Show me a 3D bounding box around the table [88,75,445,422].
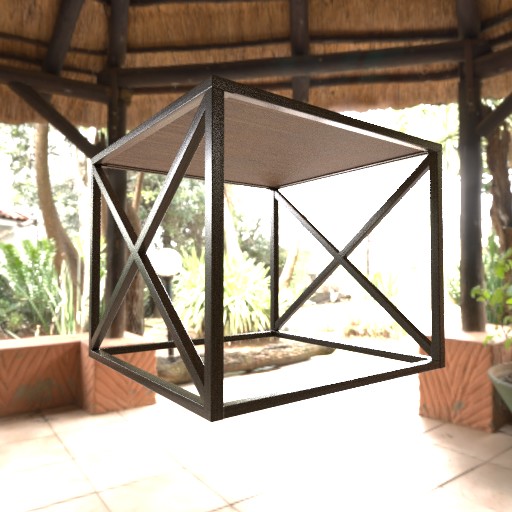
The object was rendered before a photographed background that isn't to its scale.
[{"bbox_3d":[0.000,0.000,1.070,0.609,0.507,0.611,1,-2,-36],"label":"table"}]
